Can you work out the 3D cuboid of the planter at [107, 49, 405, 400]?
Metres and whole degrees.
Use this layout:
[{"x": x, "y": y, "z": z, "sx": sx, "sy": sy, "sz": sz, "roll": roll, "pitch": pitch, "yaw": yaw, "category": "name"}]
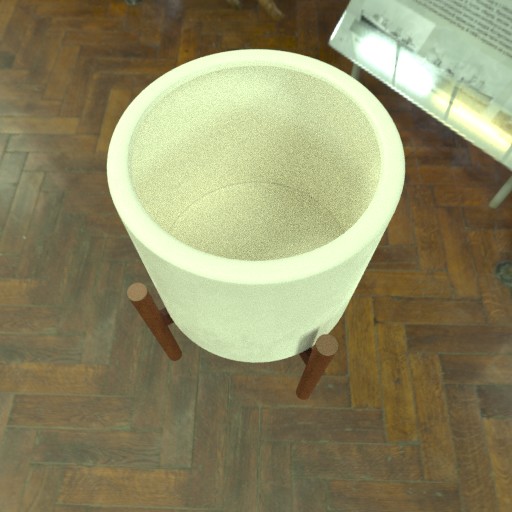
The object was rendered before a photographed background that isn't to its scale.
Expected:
[{"x": 0.000, "y": 0.000, "z": 0.492, "sx": 0.224, "sy": 0.358, "sz": 0.224, "roll": 14, "pitch": 63, "yaw": 7, "category": "planter"}]
